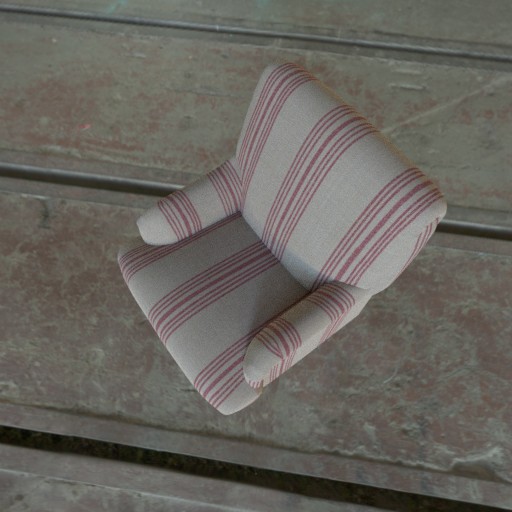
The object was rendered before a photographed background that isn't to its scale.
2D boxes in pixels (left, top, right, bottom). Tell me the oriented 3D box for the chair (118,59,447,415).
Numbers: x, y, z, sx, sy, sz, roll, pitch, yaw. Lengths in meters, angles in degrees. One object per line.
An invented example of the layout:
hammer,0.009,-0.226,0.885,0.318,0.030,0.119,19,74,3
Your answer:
chair,0.000,0.000,1.935,1.058,1.123,0.933,-34,69,-15
